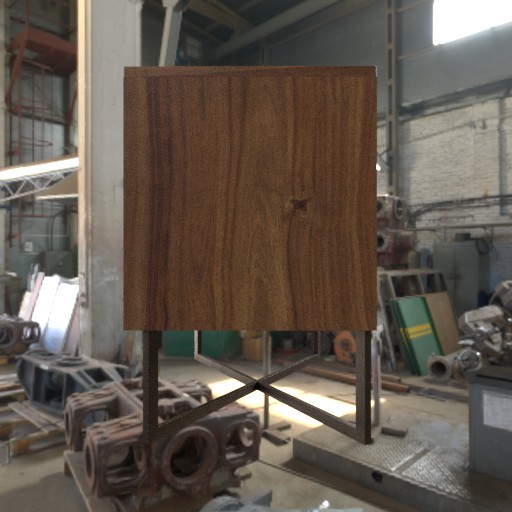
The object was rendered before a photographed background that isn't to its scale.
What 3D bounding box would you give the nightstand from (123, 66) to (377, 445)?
[{"bbox_3d":[0.000,0.000,1.023,0.427,0.615,0.613,0,0,0],"label":"nightstand"}]
